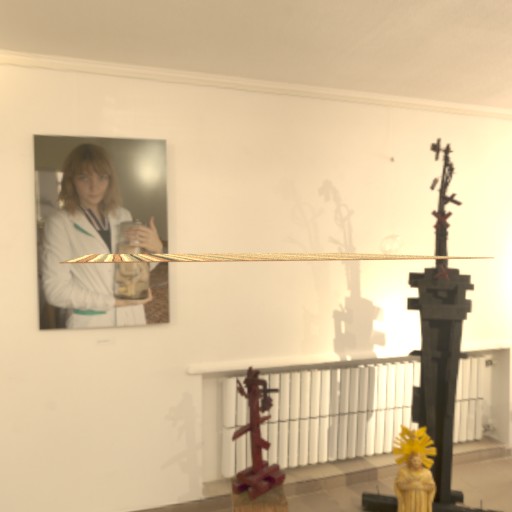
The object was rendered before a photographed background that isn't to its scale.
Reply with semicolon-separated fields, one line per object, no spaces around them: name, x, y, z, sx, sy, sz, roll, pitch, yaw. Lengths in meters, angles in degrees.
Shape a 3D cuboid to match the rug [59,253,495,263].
rug;0.000;0.000;4.064;3.045;0.011;2.436;0;1;-17
